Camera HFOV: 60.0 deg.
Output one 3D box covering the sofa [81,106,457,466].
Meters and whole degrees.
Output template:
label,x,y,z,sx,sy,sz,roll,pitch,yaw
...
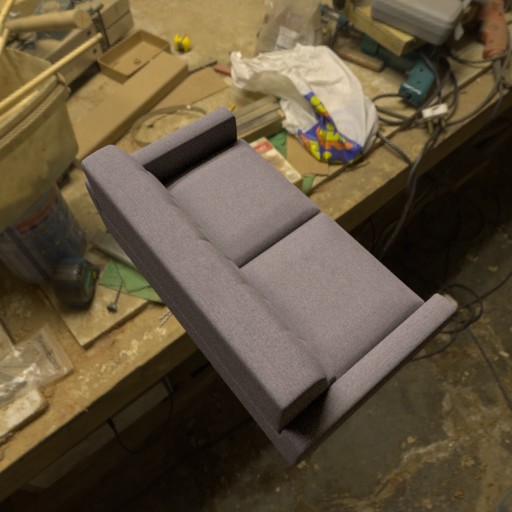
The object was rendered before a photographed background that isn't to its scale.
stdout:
label,x,y,z,sx,sy,sz,roll,pitch,yaw
sofa,0.000,0.000,2.154,0.909,0.841,1.631,-35,65,-19
